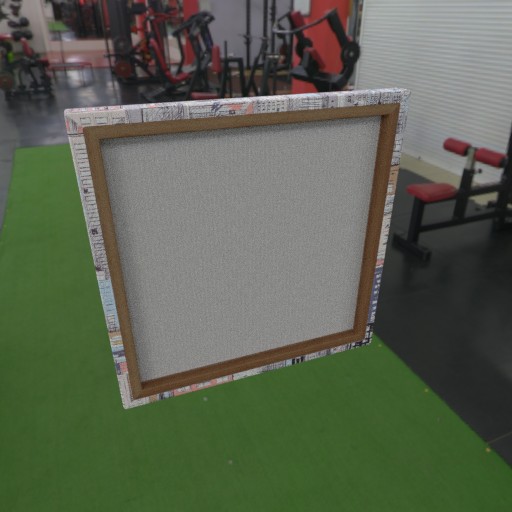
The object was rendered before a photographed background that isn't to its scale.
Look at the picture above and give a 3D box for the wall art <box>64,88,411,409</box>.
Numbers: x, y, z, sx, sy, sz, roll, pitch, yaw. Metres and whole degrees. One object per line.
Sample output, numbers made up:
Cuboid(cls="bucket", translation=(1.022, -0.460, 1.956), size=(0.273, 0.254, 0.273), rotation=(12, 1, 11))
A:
Cuboid(cls="wall art", translation=(0.000, 0.000, 1.122), size=(0.761, 0.762, 0.048), rotation=(-10, 31, -18))
